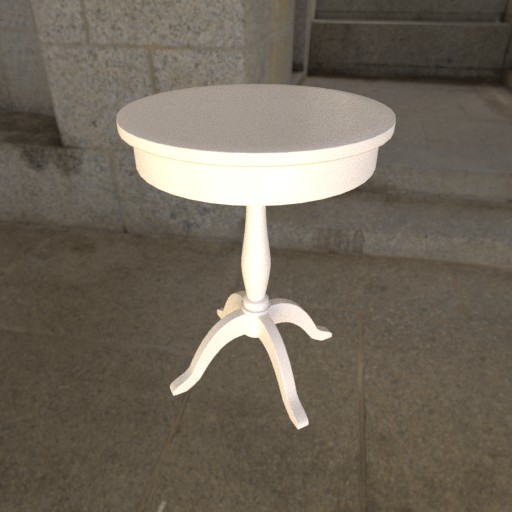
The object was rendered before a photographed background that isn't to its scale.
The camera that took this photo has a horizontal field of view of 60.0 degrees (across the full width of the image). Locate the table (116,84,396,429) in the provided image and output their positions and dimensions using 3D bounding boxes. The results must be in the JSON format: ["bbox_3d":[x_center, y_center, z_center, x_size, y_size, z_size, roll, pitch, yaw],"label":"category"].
[{"bbox_3d":[0.000,0.000,1.009,0.513,0.653,0.513,0,31,0],"label":"table"}]
